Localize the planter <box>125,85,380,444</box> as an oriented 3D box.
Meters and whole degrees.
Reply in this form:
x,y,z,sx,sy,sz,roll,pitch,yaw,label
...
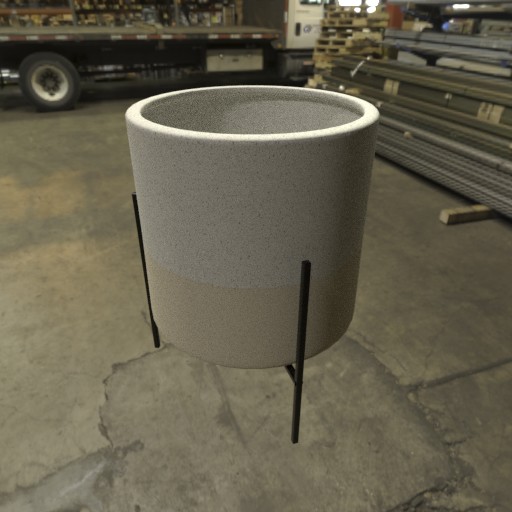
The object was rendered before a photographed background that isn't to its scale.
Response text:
x,y,z,sx,sy,sz,roll,pitch,yaw,label
0.000,0.000,0.649,0.313,0.423,0.335,-10,32,-17,planter
